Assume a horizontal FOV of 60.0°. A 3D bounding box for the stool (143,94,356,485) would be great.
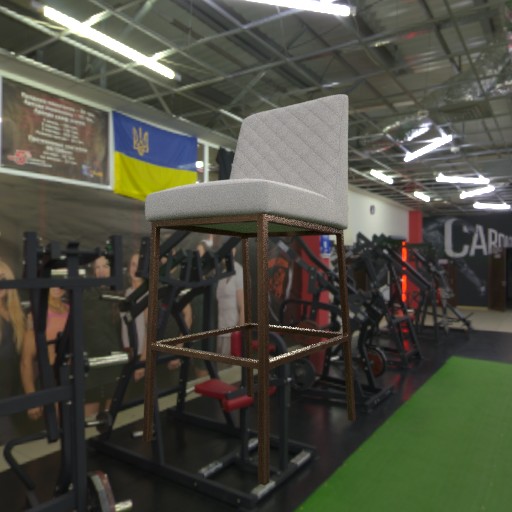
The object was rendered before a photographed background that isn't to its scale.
[{"bbox_3d":[0.000,0.000,1.390,0.462,1.084,0.546,0,0,36],"label":"stool"}]
